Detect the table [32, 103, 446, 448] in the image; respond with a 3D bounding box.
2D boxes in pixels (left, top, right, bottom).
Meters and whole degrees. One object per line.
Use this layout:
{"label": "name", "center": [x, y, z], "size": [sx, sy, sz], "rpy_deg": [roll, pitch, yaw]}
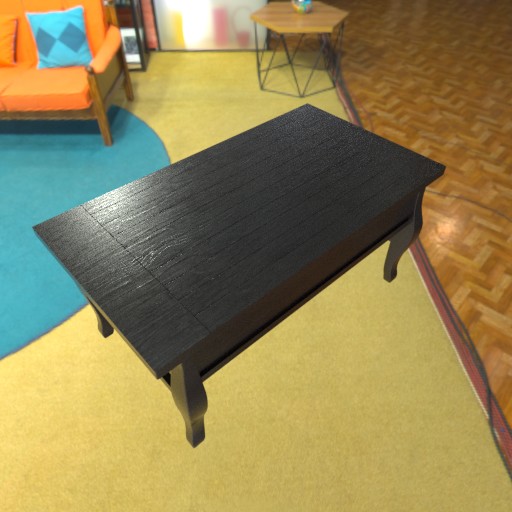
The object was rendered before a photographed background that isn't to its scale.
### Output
{"label": "table", "center": [0.000, 0.000, 1.439], "size": [1.062, 0.494, 0.600], "rpy_deg": [-33, 53, -29]}
